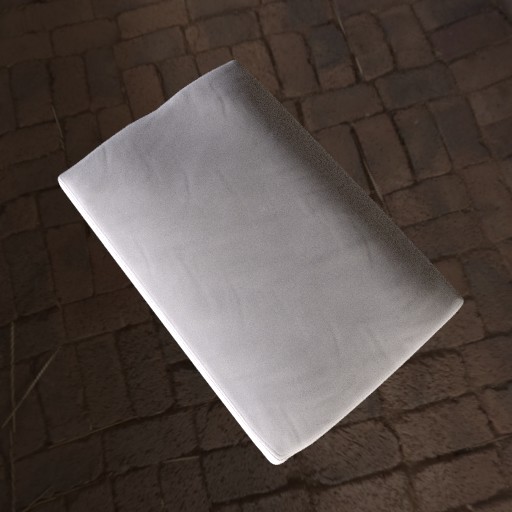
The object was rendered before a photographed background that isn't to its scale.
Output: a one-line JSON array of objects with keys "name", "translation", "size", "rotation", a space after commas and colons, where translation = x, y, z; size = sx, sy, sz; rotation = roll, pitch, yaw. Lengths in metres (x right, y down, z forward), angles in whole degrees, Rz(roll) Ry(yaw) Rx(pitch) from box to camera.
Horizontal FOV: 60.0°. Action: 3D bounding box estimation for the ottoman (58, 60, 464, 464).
[{"name": "ottoman", "translation": [0.000, 0.000, 1.196], "size": [0.590, 0.444, 0.872], "rotation": [-38, 78, -10]}]
